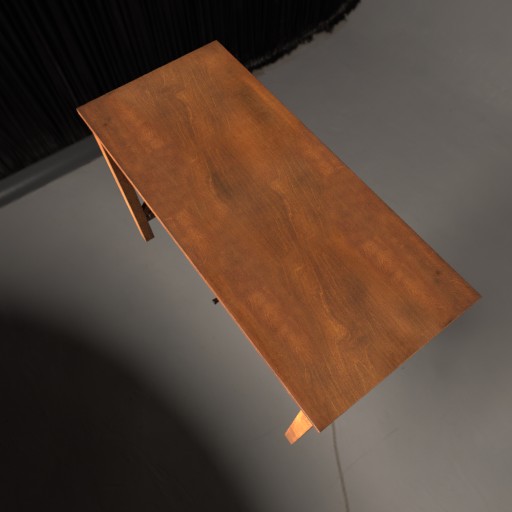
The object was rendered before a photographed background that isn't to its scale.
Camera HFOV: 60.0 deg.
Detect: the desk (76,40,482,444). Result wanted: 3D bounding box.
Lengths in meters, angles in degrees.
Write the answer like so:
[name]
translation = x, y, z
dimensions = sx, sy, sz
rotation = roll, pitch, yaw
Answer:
[desk]
translation = 0.000, 0.000, 1.524
dimensions = 0.508, 0.762, 1.117
rotation = -34, 68, -15
